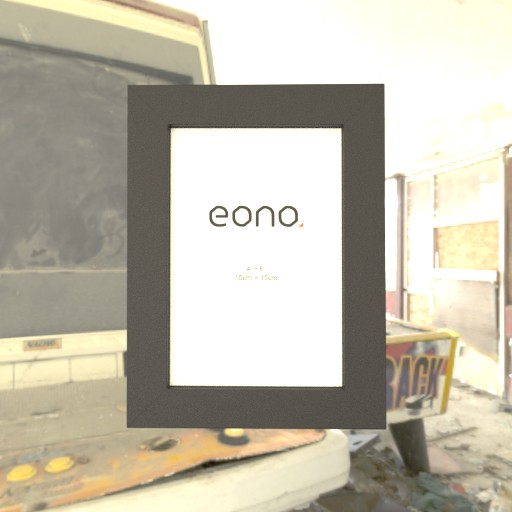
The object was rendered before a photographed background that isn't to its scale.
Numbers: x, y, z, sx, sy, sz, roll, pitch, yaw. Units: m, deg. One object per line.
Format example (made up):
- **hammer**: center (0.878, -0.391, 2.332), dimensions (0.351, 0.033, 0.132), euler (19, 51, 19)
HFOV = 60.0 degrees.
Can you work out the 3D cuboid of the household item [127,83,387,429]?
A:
- **household item**: center (0.000, 0.000, 0.237), dimensions (0.133, 0.178, 0.022), euler (0, 0, 1)
